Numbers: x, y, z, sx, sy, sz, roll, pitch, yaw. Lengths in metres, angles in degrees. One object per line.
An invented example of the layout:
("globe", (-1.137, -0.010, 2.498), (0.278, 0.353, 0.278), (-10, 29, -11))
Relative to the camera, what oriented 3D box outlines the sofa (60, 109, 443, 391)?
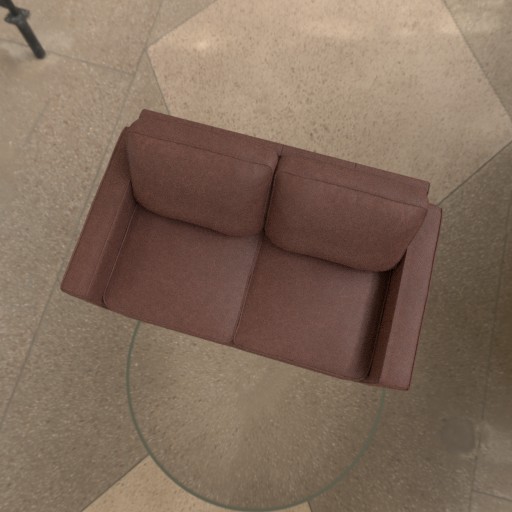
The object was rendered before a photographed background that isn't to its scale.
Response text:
("sofa", (0.000, 0.000, 2.289), (1.709, 0.918, 0.947), (15, 76, 4))
